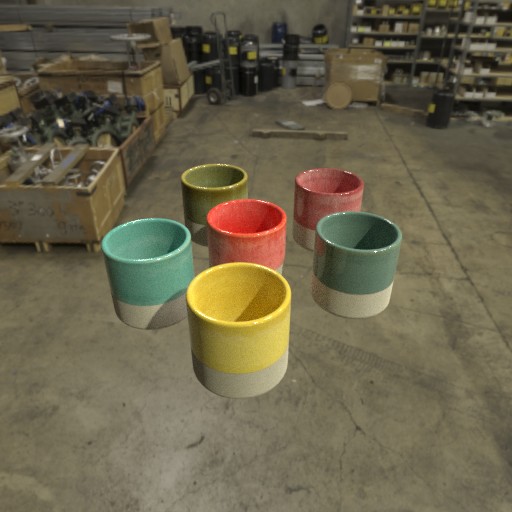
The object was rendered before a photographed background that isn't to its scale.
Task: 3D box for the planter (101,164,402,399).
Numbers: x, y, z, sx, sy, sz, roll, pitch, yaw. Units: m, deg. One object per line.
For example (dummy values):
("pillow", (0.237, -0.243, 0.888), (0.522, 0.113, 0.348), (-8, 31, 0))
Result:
("planter", (0.000, 0.000, 0.424), (0.257, 0.075, 0.286), (2, 32, 3))
